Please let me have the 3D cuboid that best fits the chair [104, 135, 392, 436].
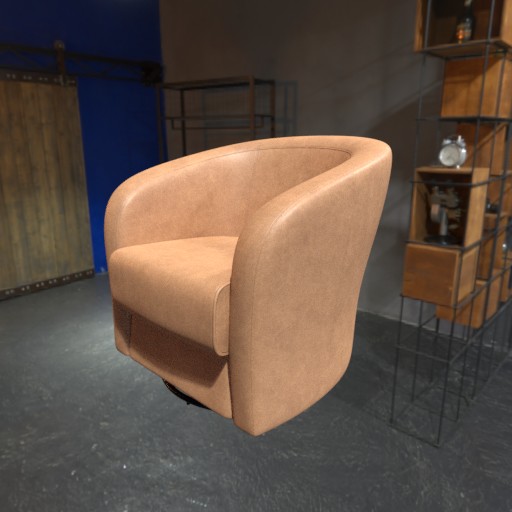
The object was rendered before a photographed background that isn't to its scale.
[{"bbox_3d":[0.000,0.000,1.465,0.791,0.771,0.815,14,20,43],"label":"chair"}]
